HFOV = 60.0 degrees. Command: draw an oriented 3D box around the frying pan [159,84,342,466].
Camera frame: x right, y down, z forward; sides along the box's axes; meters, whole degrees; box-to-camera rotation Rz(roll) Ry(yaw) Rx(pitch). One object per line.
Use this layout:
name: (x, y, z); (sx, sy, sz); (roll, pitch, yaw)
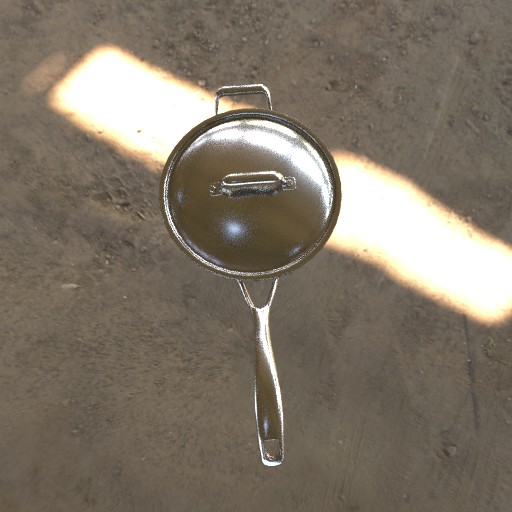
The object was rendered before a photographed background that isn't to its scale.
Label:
frying pan: (0.000, 0.000, 0.660); (0.280, 0.114, 0.561); (-5, 77, -1)
